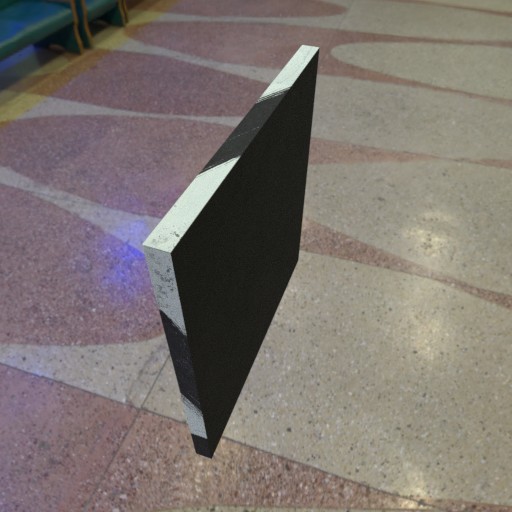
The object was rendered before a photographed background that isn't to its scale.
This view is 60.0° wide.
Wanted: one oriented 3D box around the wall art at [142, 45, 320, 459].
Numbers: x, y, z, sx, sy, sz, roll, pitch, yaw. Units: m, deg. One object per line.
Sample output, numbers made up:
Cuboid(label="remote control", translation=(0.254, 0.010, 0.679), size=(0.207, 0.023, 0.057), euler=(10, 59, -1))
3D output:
Cuboid(label="wall art", translation=(0.000, 0.000, 1.129), size=(0.046, 0.765, 0.765), euler=(15, 48, 14))
